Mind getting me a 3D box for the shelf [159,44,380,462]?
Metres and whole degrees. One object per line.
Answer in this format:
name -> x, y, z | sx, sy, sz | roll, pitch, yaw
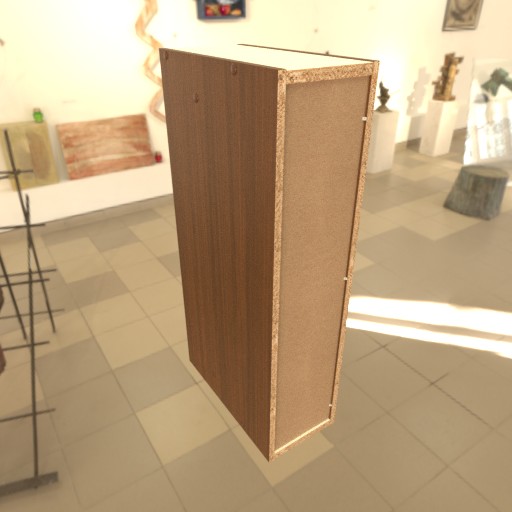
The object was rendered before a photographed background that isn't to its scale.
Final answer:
shelf -> 0.000, 0.000, 0.719 | 0.147, 0.600, 0.290 | -18, 35, -29
